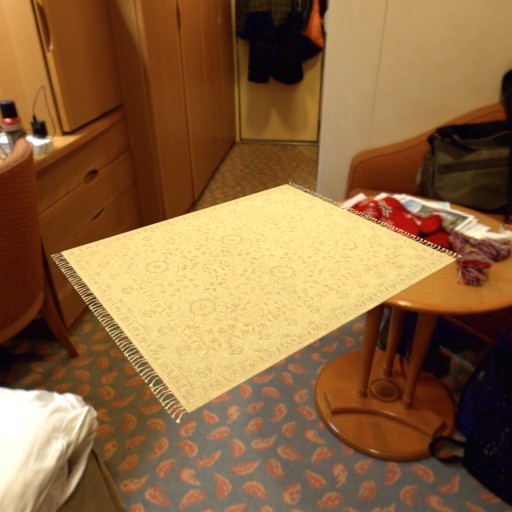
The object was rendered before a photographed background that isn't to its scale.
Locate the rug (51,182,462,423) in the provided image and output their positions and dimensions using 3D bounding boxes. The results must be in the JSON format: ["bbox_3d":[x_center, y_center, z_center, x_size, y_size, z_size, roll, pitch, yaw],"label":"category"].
[{"bbox_3d":[0.000,0.000,4.159,3.043,0.013,2.444,-22,37,-32],"label":"rug"}]
